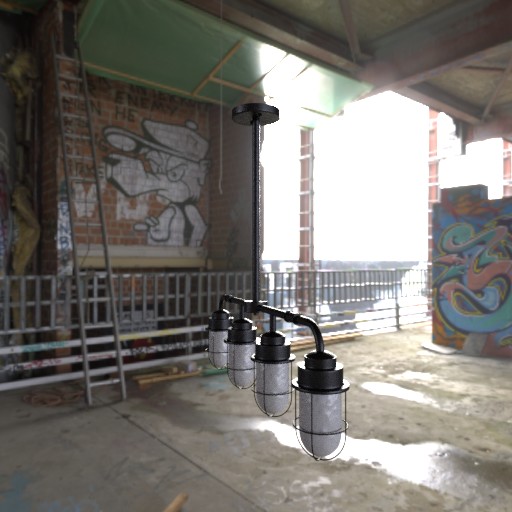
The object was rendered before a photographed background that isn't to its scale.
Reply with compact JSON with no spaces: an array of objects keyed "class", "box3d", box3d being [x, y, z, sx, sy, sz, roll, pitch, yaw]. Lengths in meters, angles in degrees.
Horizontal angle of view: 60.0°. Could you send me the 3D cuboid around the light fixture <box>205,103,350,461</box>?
[{"class":"light fixture","box3d":[0.000,0.000,1.200,0.131,0.785,0.852,0,-1,-19]}]
